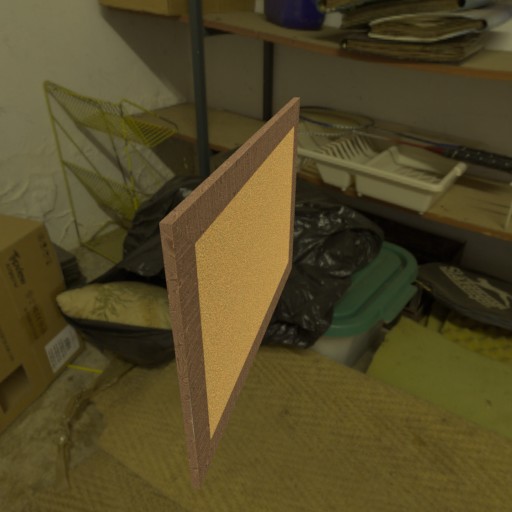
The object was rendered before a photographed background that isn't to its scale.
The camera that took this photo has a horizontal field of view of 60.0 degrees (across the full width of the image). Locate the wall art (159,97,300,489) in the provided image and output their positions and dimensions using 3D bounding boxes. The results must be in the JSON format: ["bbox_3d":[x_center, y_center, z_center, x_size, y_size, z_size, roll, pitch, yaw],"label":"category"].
[{"bbox_3d":[0.000,0.000,1.161,0.019,0.626,0.917,8,32,14],"label":"wall art"}]
